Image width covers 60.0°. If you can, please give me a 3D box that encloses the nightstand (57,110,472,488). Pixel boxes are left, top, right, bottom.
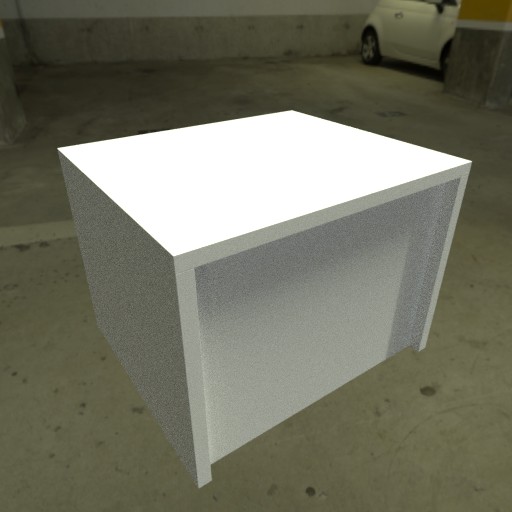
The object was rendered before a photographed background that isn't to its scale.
[{"bbox_3d":[0.000,0.000,0.750,0.470,0.351,0.408,-19,35,-30],"label":"nightstand"}]
